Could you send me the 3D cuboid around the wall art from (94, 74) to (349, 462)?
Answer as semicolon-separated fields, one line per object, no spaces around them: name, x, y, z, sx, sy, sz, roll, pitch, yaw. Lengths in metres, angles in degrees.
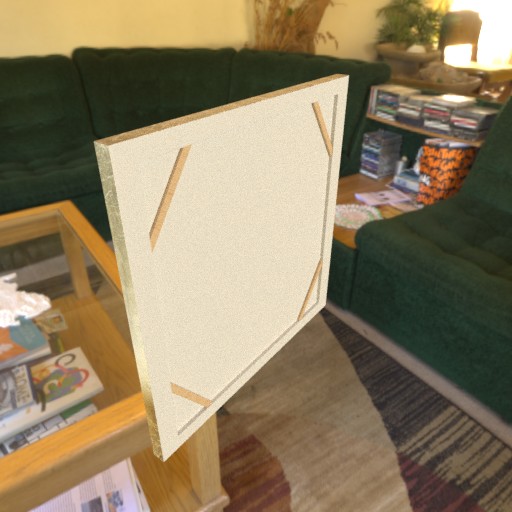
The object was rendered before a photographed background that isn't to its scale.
wall art;0.000;0.000;1.602;0.051;1.091;1.092;22;37;31
